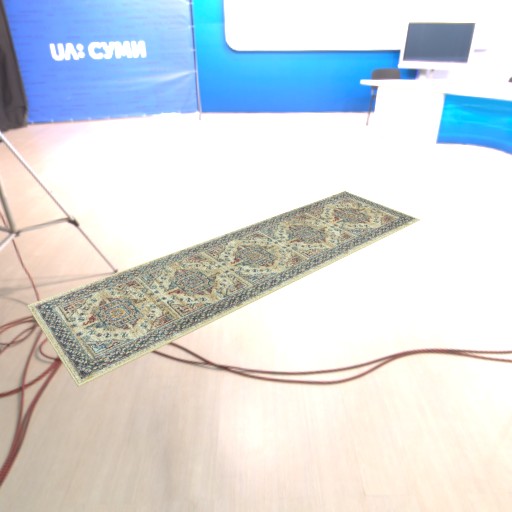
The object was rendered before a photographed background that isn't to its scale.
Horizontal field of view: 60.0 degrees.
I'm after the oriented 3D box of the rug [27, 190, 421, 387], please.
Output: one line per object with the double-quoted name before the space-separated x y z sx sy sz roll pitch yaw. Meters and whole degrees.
"rug" 0.000 0.000 2.533 2.297 0.013 0.661 -23 37 -33
